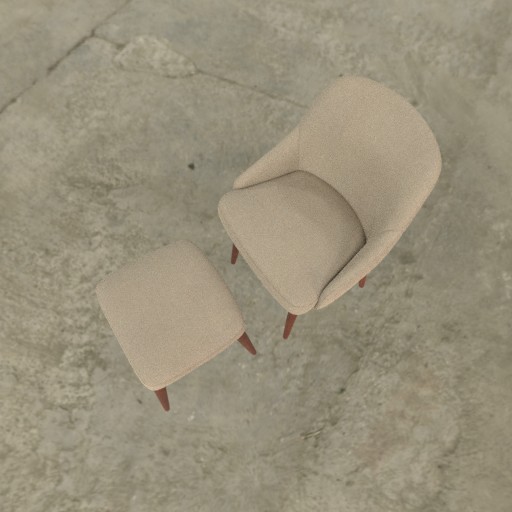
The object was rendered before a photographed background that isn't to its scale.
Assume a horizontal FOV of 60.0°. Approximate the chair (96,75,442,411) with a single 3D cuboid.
[{"bbox_3d":[0.000,0.000,1.588,1.114,0.866,0.584,-30,67,-14],"label":"chair"}]
